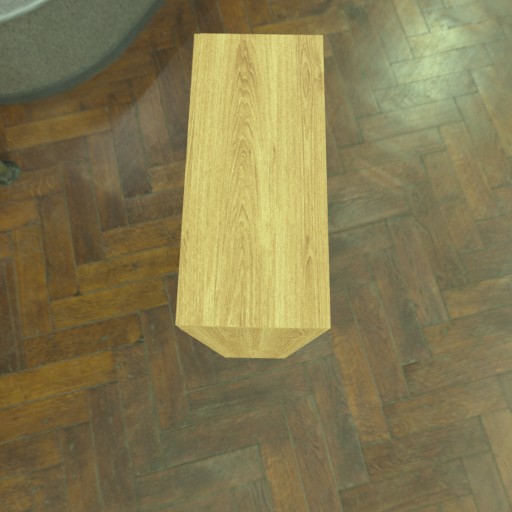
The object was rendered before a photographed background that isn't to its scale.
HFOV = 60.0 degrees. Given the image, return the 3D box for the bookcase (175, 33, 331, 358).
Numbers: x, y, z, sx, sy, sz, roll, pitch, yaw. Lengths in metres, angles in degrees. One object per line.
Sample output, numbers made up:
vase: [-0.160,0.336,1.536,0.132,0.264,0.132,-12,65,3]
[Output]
bookcase: [0.000,0.000,2.296,0.420,2.020,0.950,1,75,0]
